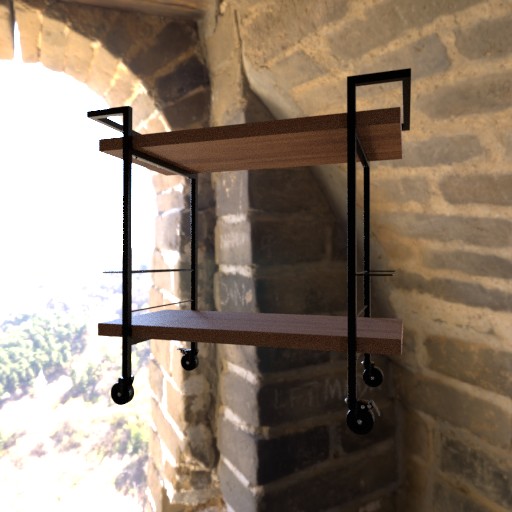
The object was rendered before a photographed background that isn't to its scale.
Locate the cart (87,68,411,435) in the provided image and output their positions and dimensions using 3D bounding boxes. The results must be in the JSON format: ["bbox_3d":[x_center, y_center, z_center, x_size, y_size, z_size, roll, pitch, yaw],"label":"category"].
[{"bbox_3d":[0.000,0.000,1.221,0.806,0.762,0.406,0,-1,19],"label":"cart"}]
